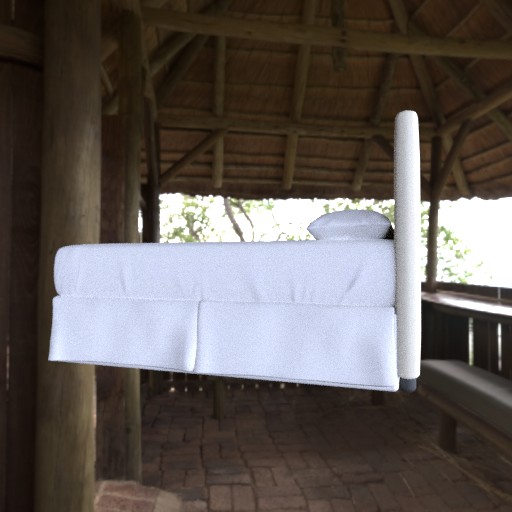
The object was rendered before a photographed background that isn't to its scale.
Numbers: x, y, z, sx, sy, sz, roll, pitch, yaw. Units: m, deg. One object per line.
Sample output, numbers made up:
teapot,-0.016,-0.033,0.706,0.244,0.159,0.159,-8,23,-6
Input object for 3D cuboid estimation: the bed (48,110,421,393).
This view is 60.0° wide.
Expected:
bed,0.000,0.000,3.107,2.147,1.330,1.714,0,-1,19
